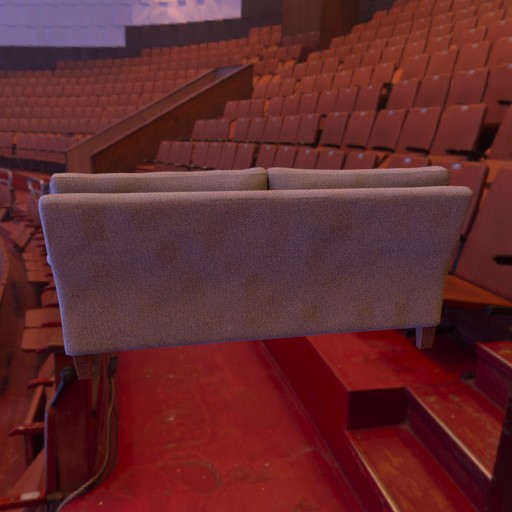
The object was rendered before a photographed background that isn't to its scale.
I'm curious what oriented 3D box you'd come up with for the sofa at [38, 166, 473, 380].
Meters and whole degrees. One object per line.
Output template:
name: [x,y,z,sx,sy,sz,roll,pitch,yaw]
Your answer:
sofa: [0.000,0.000,2.719,2.193,1.096,1.069,-3,15,-10]
